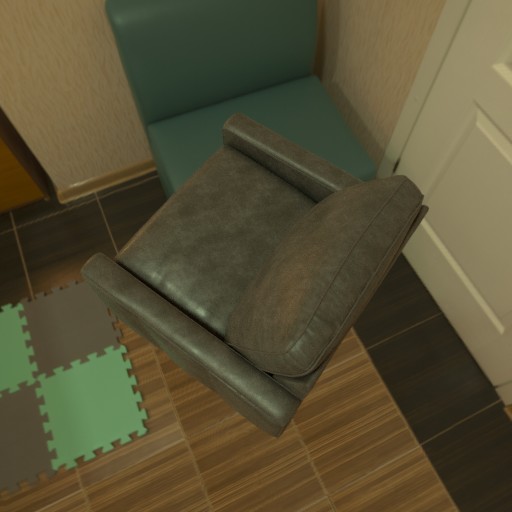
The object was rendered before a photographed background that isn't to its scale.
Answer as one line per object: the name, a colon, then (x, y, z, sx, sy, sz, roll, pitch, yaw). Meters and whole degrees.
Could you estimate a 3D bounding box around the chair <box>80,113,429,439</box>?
chair: (0.000, 0.000, 1.801, 0.939, 0.916, 1.006, 33, 68, 15)
